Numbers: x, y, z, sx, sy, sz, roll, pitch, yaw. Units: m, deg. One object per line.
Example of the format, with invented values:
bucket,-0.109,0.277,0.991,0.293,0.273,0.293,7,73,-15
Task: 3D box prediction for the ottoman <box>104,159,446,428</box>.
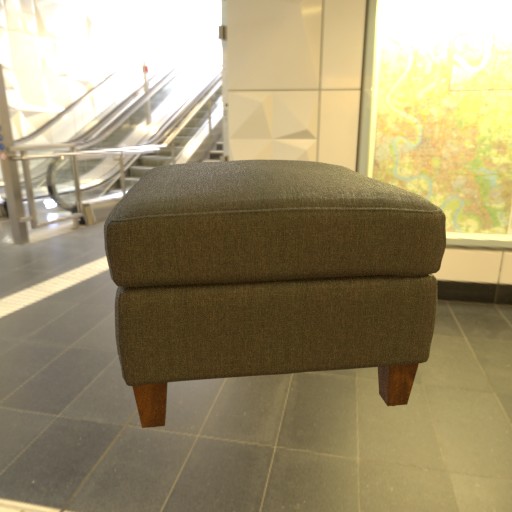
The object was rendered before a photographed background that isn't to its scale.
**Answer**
ottoman,0.000,0.000,1.202,0.639,0.496,0.826,-2,17,-8
